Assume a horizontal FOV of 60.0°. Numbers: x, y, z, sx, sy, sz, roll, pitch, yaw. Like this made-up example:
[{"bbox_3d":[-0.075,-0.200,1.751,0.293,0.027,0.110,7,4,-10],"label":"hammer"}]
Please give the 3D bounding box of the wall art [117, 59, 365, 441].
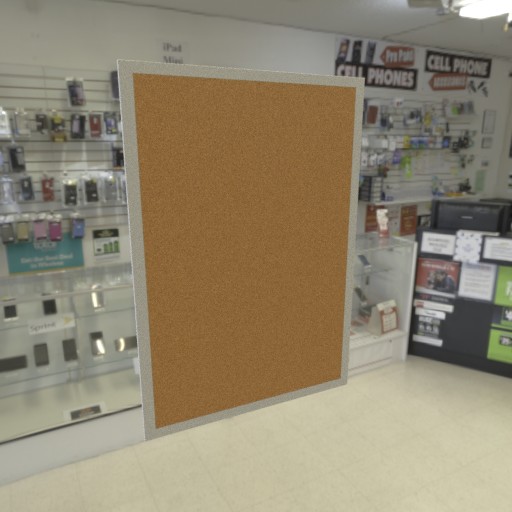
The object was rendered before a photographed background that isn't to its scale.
[{"bbox_3d":[0.000,0.000,1.204,0.659,0.940,0.013,-7,16,-25],"label":"wall art"}]
